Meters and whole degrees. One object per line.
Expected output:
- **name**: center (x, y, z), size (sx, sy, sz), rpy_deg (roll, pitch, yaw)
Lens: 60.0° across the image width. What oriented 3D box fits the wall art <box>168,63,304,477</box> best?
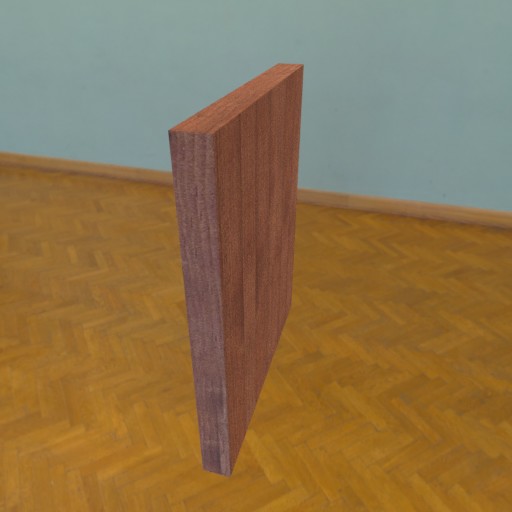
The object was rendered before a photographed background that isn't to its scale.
- **wall art**: center (0.000, 0.000, 0.622), size (0.039, 0.449, 0.377), rpy_deg (8, 32, 14)
